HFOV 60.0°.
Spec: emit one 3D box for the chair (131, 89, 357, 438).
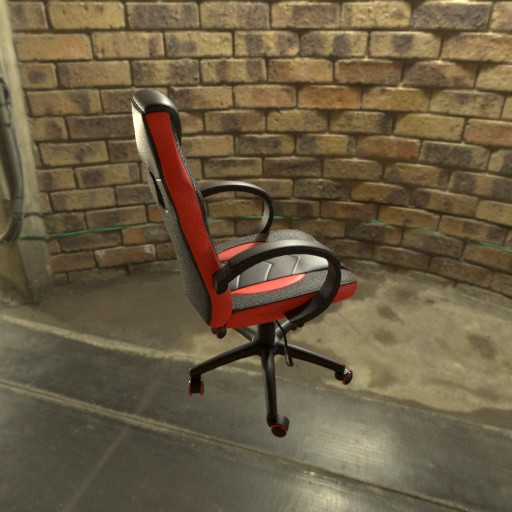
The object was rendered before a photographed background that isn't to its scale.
[{"bbox_3d":[0.000,0.000,1.411,0.642,1.016,0.600,-10,30,-18],"label":"chair"}]
